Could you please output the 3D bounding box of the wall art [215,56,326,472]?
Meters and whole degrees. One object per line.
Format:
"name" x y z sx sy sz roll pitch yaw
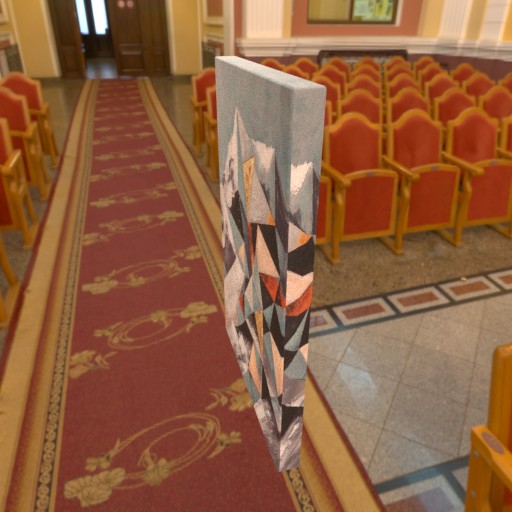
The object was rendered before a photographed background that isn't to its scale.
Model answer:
"wall art" 0.000 0.000 1.158 0.061 0.911 0.609 -8 29 -14
